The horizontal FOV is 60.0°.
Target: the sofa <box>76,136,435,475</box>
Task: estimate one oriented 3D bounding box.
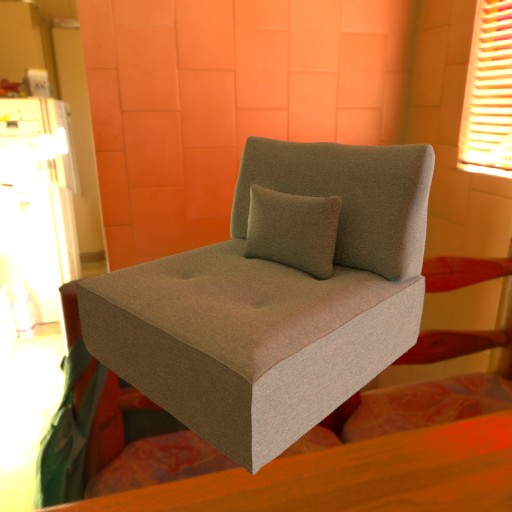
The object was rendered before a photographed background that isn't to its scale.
[{"bbox_3d":[0.000,0.000,1.675,0.930,0.820,1.000,16,24,41],"label":"sofa"}]
